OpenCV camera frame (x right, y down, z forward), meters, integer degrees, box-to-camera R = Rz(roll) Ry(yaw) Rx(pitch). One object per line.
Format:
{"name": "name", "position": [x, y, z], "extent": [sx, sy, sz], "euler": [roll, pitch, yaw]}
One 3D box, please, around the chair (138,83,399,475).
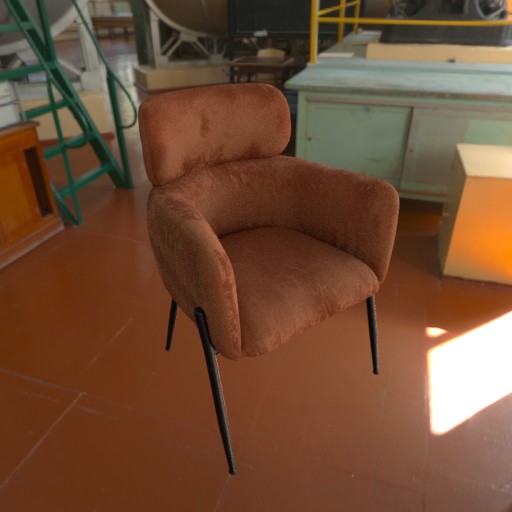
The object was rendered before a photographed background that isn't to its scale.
{"name": "chair", "position": [0.000, 0.000, 1.155], "extent": [0.561, 0.772, 0.523], "euler": [-22, 37, -31]}
